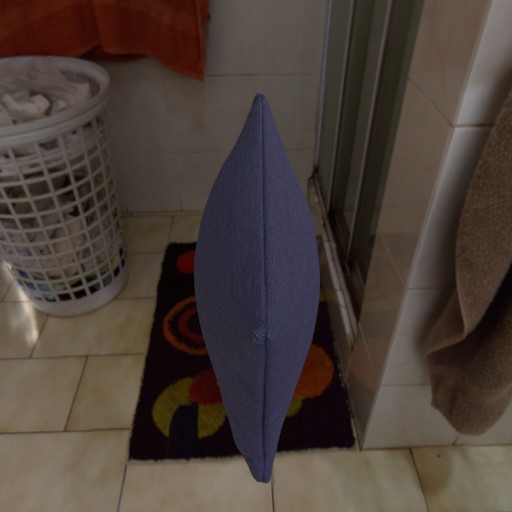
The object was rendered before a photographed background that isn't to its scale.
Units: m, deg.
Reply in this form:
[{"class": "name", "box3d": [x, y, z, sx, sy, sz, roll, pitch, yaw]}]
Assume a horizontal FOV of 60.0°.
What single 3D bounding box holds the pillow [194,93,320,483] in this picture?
[{"class": "pillow", "box3d": [0.000, 0.000, 0.774, 0.210, 0.338, 0.633, 0, 41, 0]}]
